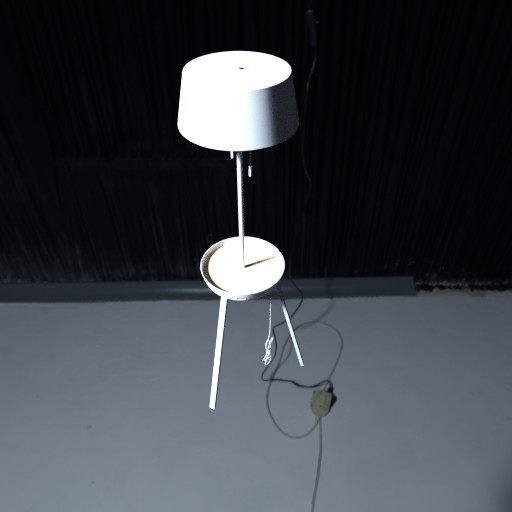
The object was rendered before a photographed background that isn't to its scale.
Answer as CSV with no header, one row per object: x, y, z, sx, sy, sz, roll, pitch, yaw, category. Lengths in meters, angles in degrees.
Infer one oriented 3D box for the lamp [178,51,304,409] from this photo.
0.000,0.000,1.710,0.468,1.429,0.508,1,42,1,lamp
